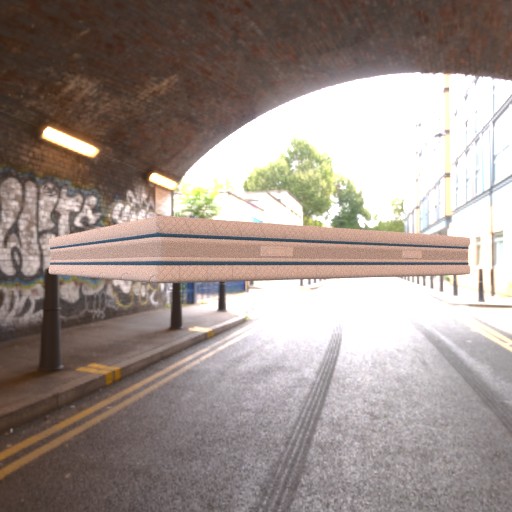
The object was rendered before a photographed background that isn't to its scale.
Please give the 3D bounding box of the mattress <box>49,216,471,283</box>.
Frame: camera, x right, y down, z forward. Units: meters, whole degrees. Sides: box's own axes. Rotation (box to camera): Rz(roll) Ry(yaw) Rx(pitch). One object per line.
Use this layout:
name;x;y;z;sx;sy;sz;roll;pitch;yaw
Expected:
mattress;0.000;0.000;2.683;2.000;0.230;1.600;1;-1;-37
